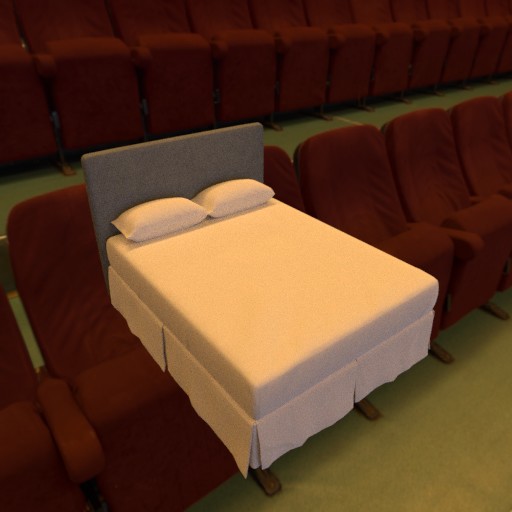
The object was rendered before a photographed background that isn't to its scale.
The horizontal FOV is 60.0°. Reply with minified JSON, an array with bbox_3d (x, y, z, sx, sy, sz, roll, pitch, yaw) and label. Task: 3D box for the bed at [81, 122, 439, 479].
[{"bbox_3d":[0.000,0.000,3.256,1.713,1.330,2.142,-21,36,-32],"label":"bed"}]
